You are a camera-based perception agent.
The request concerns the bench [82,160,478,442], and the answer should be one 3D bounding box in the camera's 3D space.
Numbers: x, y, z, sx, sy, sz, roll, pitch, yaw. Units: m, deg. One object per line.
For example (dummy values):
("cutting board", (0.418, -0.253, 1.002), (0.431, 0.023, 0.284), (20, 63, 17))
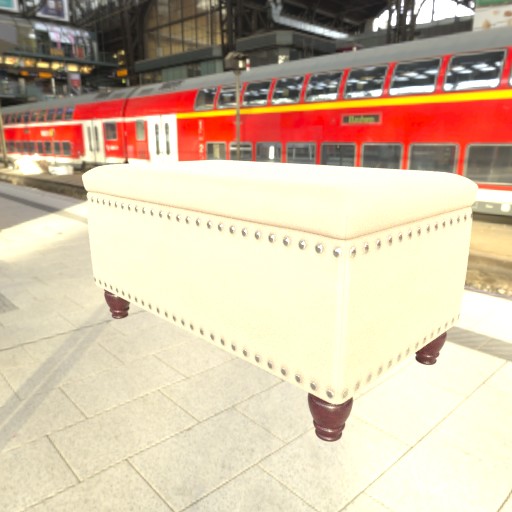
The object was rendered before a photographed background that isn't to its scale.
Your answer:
("bench", (0.000, 0.000, 1.149), (0.500, 0.449, 0.887), (-14, 21, -43))
